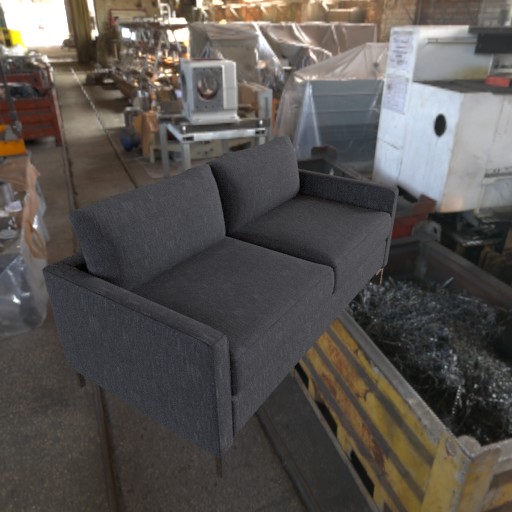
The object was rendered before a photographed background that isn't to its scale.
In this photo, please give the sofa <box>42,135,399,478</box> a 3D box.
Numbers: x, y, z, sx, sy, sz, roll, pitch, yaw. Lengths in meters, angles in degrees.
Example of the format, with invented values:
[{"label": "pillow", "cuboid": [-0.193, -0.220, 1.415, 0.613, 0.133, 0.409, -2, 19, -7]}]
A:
[{"label": "sofa", "cuboid": [0.000, 0.000, 2.190, 0.866, 0.862, 1.716, 17, 32, 30]}]
